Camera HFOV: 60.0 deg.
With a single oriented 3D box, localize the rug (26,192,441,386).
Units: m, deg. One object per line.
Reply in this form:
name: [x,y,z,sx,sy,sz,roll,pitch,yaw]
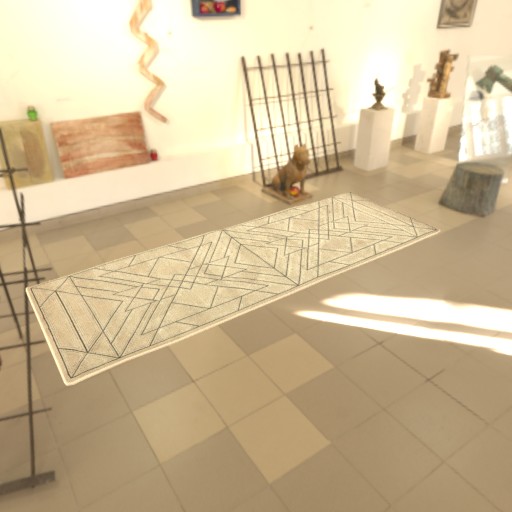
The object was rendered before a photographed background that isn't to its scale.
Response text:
rug: [0.000,0.000,2.615,2.381,0.036,0.831,-19,35,-29]
